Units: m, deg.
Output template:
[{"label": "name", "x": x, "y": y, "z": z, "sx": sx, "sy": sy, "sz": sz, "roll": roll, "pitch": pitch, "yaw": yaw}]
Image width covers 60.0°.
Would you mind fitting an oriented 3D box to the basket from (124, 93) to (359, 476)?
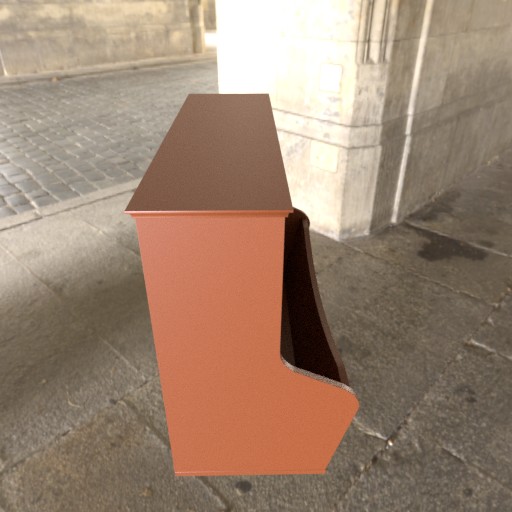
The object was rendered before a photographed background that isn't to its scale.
[{"label": "basket", "x": 0.000, "y": 0.000, "z": 1.110, "sx": 0.376, "sy": 0.625, "sz": 0.792, "roll": -1, "pitch": 31, "yaw": -1}]
